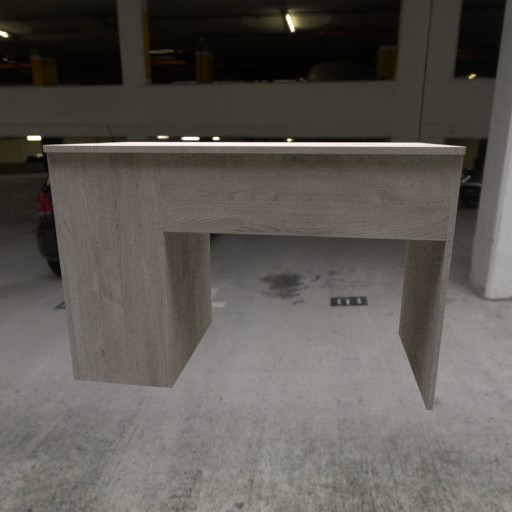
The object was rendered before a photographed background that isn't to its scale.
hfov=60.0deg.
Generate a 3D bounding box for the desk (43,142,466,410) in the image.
[{"bbox_3d":[0.000,0.000,1.499,1.097,0.735,0.560,2,15,8],"label":"desk"}]
